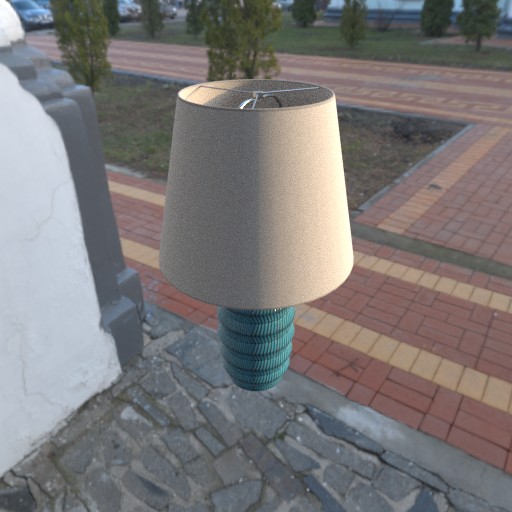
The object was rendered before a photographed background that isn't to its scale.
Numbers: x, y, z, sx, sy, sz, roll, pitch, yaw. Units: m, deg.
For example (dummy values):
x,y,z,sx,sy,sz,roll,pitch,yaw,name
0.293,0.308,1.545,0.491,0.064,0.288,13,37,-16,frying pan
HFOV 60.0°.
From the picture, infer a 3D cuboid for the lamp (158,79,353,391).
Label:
x,y,z,sx,sy,sz,roll,pitch,yaw,name
0.000,0.000,0.825,0.355,0.582,0.355,0,30,0,lamp
